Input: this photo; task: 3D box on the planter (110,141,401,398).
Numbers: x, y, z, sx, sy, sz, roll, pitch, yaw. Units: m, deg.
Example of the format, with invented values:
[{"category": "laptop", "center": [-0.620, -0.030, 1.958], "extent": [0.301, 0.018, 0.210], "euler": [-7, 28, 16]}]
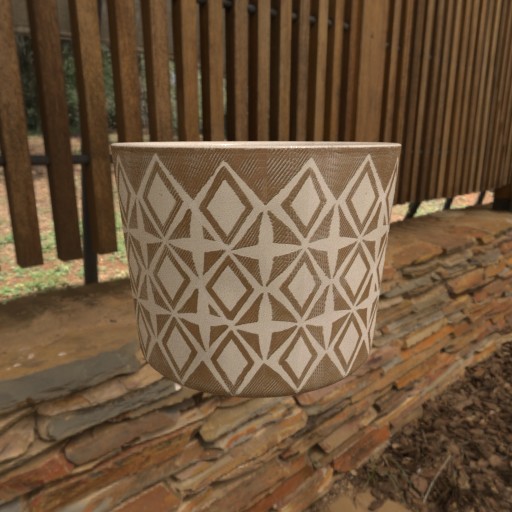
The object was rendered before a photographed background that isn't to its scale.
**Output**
[{"category": "planter", "center": [0.000, 0.000, 0.444], "extent": [0.260, 0.220, 0.260], "euler": [0, 15, 0]}]
